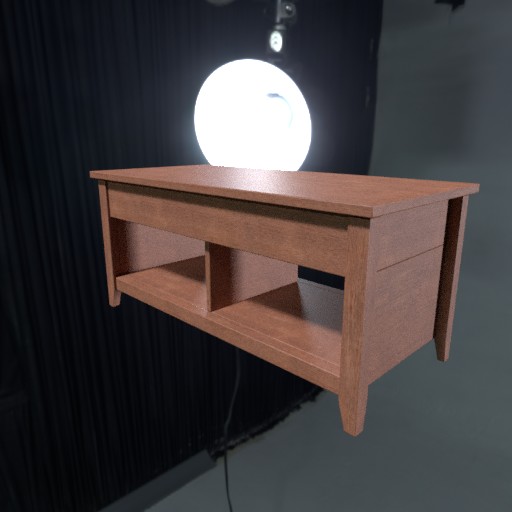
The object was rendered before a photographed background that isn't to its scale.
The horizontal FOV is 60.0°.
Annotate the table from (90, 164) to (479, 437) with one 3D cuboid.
[{"bbox_3d":[0.000,0.000,1.291,1.016,0.457,0.483,15,21,43],"label":"table"}]
